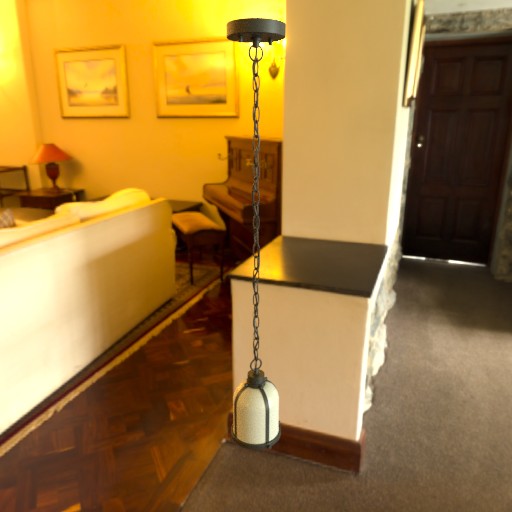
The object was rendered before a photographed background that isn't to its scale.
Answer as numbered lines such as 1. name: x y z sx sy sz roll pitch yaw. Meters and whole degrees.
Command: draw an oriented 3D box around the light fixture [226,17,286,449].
1. light fixture: 0.000 0.000 1.251 0.178 1.181 0.178 -9 19 -28
